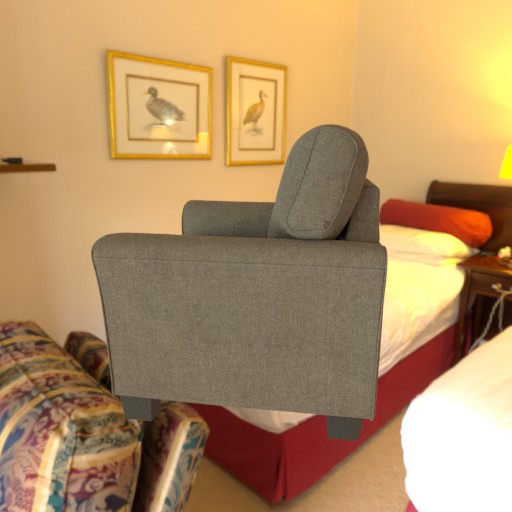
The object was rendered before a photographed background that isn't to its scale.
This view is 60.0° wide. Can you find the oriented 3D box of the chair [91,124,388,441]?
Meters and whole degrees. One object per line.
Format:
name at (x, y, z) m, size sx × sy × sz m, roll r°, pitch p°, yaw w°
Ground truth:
chair at (0.000, 0.000, 1.622) m, size 0.816 × 0.890 × 0.941 m, roll 2°, pitch 14°, yaw 9°
